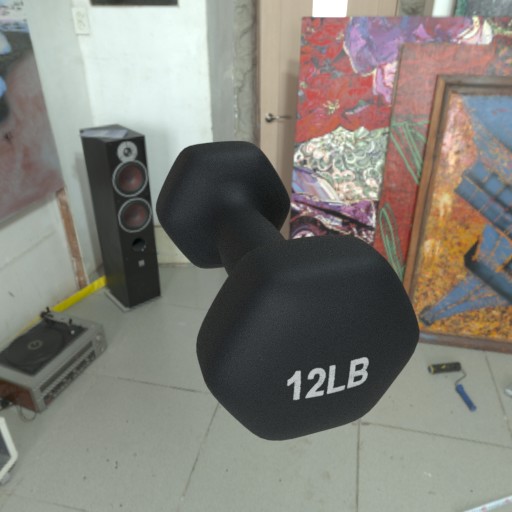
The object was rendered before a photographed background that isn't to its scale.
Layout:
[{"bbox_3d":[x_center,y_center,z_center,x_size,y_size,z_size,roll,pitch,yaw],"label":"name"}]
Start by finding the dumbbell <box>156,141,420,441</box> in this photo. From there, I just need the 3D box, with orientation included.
[{"bbox_3d":[0.000,0.000,0.292,0.112,0.101,0.231,-8,30,-14],"label":"dumbbell"}]
